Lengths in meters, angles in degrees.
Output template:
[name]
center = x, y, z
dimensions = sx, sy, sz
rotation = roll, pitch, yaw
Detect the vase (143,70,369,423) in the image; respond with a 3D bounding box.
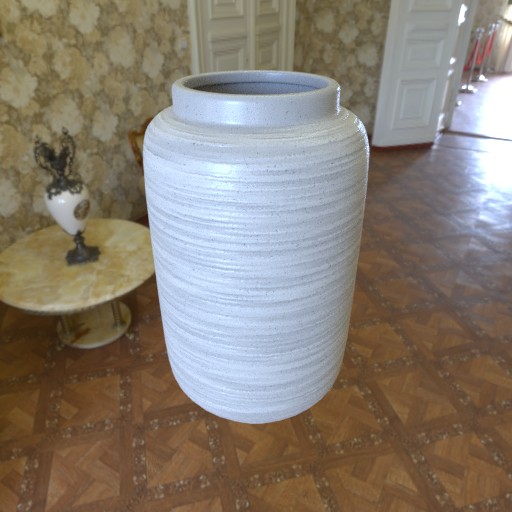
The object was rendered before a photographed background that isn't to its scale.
[vase]
center = 0.000, 0.000, 0.452
dimensions = 0.202, 0.335, 0.202
rotation = 0, 30, 0
